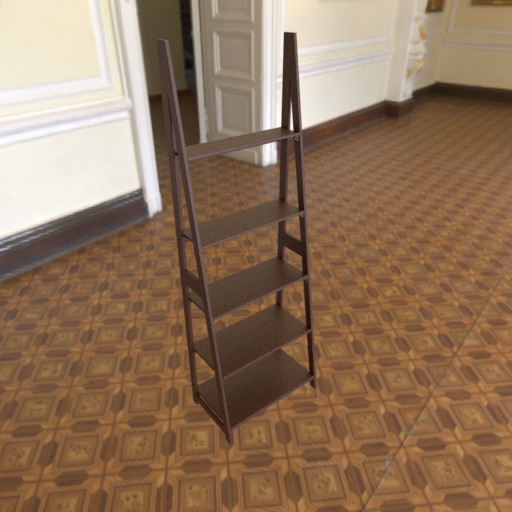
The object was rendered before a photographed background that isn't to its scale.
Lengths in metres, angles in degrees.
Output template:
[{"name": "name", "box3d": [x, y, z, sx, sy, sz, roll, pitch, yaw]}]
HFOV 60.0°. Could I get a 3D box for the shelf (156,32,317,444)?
[{"name": "shelf", "box3d": [0.000, 0.000, 2.002, 0.600, 1.770, 0.350, -22, 37, -32]}]
